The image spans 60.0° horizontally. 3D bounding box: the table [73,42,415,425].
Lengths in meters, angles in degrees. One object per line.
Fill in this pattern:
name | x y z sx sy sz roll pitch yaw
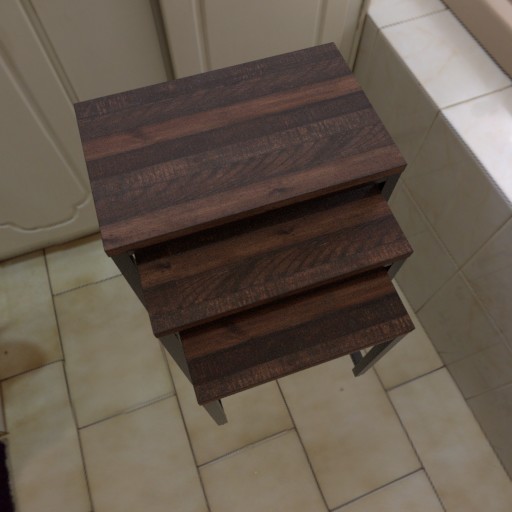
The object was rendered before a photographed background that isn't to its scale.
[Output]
table | 0.000 0.000 1.136 0.608 0.616 0.660 -17 65 -8
